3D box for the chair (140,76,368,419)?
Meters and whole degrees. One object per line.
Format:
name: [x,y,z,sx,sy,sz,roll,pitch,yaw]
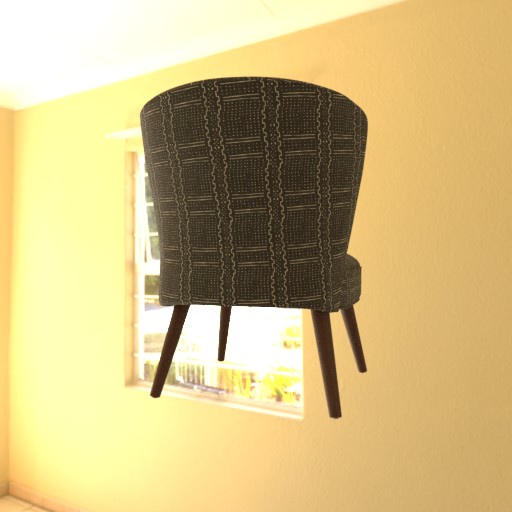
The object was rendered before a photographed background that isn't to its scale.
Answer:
chair: [0.000,0.000,1.423,0.710,0.866,0.758,0,-1,19]
